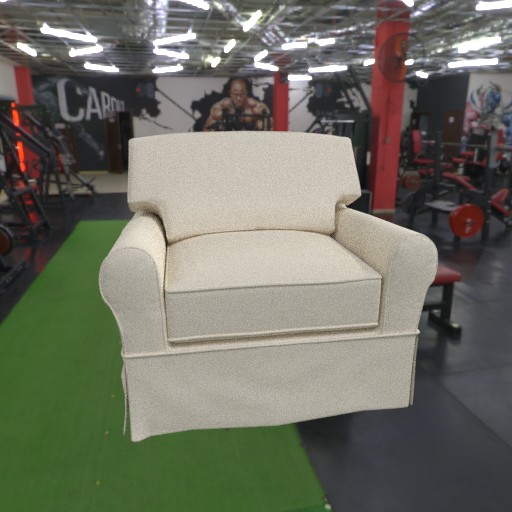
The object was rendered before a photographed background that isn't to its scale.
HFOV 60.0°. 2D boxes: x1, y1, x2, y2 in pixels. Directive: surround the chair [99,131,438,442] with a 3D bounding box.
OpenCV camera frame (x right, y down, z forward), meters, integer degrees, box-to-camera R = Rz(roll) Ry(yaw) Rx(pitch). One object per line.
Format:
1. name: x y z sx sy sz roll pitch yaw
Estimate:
1. chair: 0.000 0.000 1.784 1.099 0.958 0.904 -3 17 -9
